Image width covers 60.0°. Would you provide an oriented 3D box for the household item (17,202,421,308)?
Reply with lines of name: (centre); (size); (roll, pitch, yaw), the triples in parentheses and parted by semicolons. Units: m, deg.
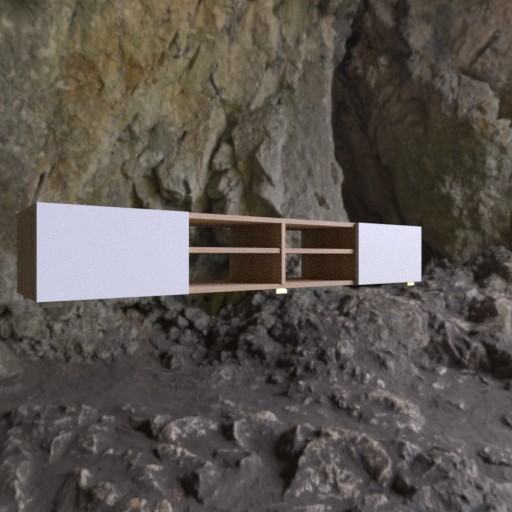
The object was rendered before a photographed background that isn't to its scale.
household item: (0.000, 0.000, 1.986); (1.850, 0.310, 0.420); (0, 0, -35)
